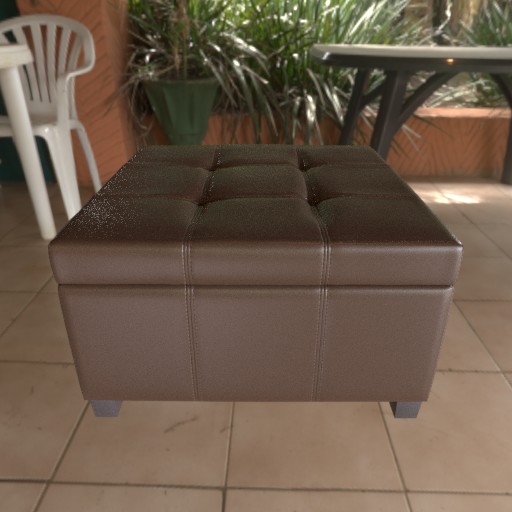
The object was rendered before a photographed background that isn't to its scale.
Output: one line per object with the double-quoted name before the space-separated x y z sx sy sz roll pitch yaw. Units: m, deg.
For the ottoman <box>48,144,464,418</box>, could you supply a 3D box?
"ottoman" 0.000 0.000 1.252 0.787 0.460 0.788 0 27 0
